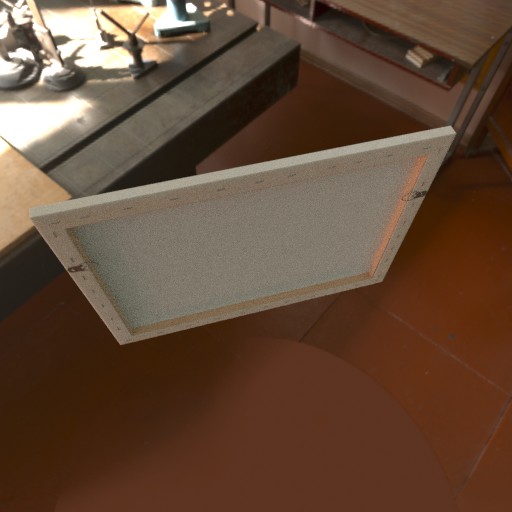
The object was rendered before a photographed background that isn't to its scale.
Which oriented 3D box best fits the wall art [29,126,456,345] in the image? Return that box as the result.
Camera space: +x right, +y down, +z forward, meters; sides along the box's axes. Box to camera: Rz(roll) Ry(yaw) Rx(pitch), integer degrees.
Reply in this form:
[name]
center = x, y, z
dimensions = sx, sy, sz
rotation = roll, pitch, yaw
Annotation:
[wall art]
center = 0.000, 0.000, 1.621
dimensions = 1.219, 0.912, 0.042
rotation = -13, 59, -8
